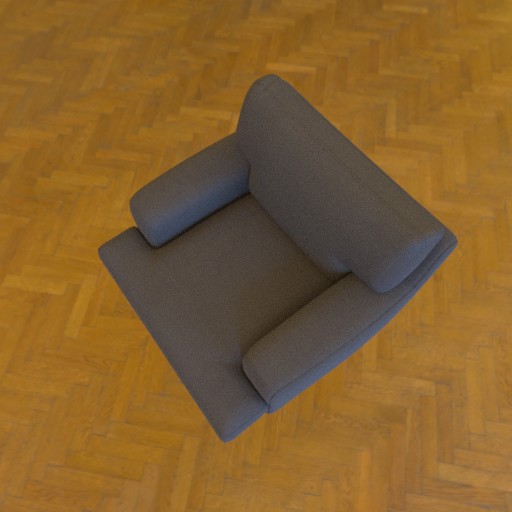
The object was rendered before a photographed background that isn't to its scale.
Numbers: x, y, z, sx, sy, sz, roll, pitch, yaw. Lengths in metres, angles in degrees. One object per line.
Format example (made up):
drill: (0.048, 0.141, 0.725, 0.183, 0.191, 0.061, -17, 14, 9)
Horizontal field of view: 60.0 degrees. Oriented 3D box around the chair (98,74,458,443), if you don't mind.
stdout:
chair: (0.000, 0.000, 2.001, 1.143, 0.940, 1.168, -34, 68, -16)
